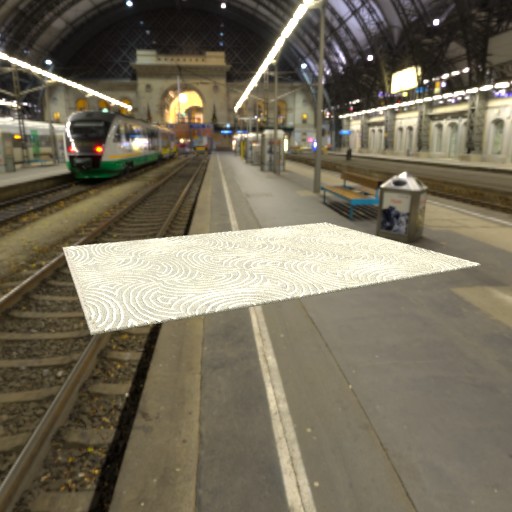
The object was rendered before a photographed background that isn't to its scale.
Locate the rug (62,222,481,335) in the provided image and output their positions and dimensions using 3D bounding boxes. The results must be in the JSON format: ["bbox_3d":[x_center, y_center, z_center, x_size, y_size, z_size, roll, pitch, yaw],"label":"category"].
[{"bbox_3d":[0.000,0.000,2.774,2.144,0.015,1.543,-7,16,-26],"label":"rug"}]
